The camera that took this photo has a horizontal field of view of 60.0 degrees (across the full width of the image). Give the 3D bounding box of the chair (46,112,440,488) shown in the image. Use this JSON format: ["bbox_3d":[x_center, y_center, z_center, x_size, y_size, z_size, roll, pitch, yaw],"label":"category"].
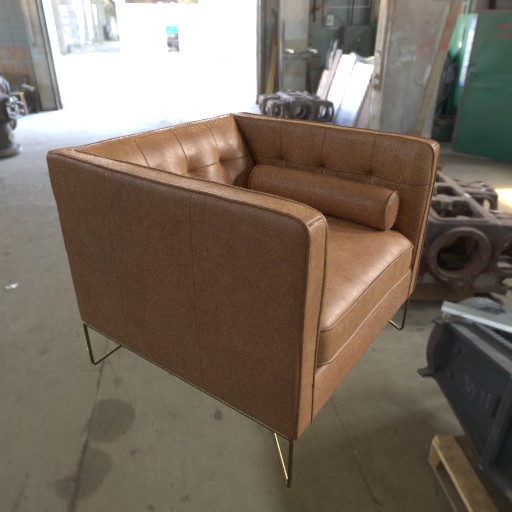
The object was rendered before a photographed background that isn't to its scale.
[{"bbox_3d":[0.000,0.000,1.563,0.912,0.797,0.920,18,32,31],"label":"chair"}]
